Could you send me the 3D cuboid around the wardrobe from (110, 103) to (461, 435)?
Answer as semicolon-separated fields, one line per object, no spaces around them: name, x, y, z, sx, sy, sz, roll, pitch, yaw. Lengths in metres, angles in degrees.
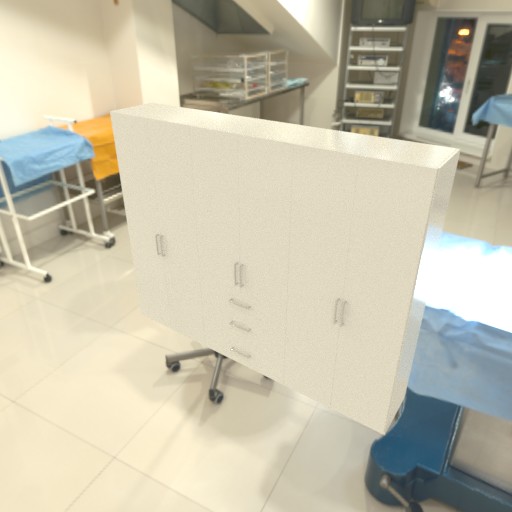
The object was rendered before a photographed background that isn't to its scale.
wardrobe;0.000;0.000;4.138;3.000;2.360;0.580;19;34;30
